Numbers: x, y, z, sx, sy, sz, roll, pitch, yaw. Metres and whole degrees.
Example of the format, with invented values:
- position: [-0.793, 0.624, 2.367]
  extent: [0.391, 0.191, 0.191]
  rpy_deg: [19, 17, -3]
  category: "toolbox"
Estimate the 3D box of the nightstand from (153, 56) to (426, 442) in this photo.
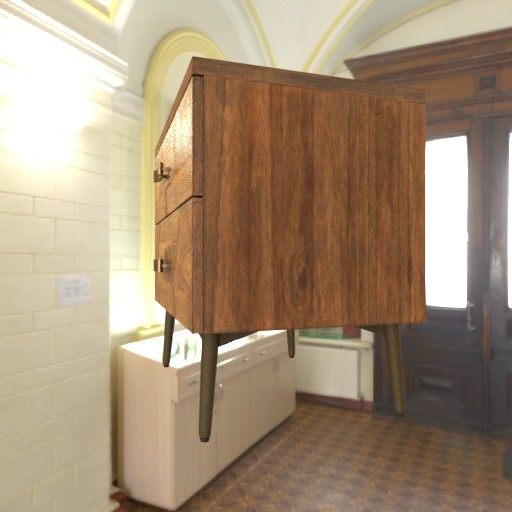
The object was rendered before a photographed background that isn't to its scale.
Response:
- position: [0.000, 0.000, 1.033]
  extent: [0.458, 0.610, 0.610]
  rpy_deg: [0, -1, -18]
  category: "nightstand"
